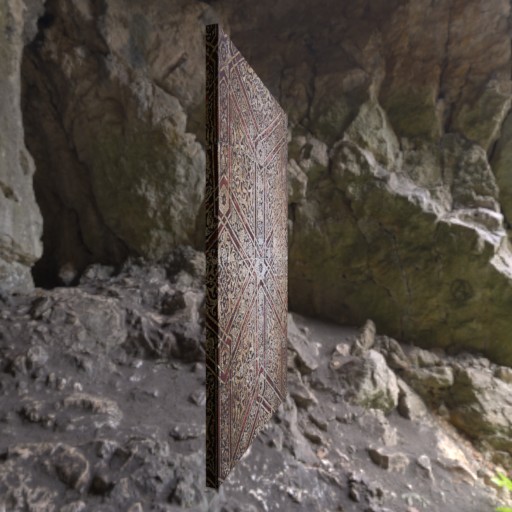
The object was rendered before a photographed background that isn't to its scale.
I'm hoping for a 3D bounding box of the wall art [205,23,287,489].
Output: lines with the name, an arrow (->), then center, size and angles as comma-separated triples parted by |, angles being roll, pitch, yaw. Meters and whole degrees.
wall art -> 0.000, 0.000, 0.763 | 0.020, 0.599, 0.397 | 0, 0, 17
